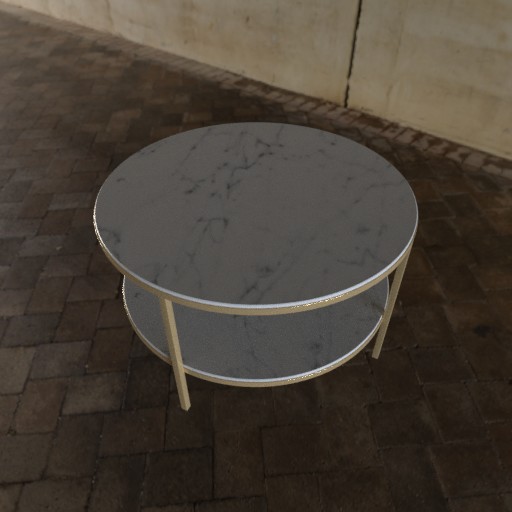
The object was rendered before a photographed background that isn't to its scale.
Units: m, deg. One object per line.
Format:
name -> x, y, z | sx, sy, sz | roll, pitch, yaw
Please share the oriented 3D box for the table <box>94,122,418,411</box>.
table -> 0.000, 0.000, 1.277 | 0.800, 0.450, 0.800 | 0, 41, 0
